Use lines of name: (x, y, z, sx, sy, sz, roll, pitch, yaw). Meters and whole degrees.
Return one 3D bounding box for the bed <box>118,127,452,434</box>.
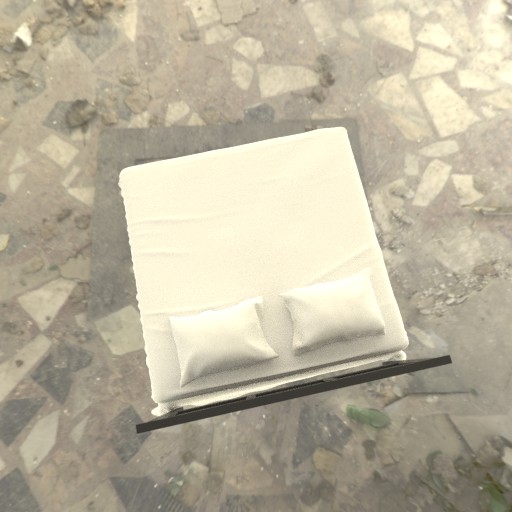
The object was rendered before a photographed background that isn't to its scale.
bed: (0.000, 0.000, 3.615, 2.315, 1.271, 2.219, -12, 76, -3)
